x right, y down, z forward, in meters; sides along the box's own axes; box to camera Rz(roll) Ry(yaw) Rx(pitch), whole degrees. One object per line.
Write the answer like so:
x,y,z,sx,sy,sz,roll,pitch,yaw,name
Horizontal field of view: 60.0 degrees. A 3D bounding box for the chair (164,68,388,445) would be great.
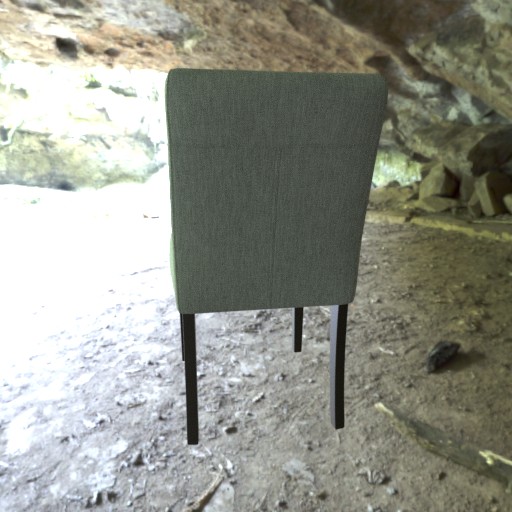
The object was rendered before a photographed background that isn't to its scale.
0.000,0.000,1.236,0.487,0.884,0.629,-2,14,-9,chair
